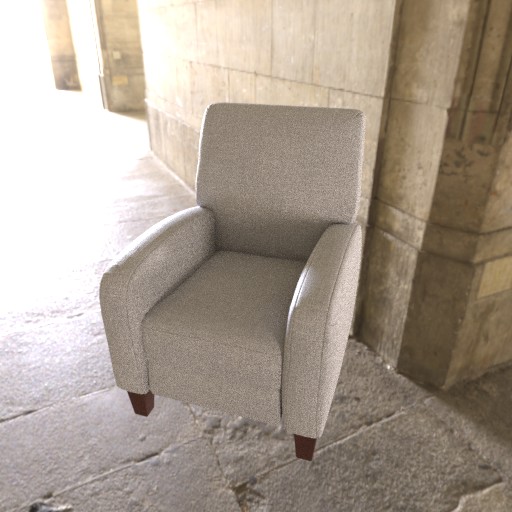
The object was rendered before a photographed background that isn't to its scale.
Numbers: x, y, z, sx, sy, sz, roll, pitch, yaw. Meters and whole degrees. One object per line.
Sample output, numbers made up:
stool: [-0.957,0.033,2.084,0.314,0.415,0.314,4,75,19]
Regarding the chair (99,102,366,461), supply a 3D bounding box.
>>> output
chair: [0.000,0.000,1.674,0.762,0.990,0.990,8,28,16]
